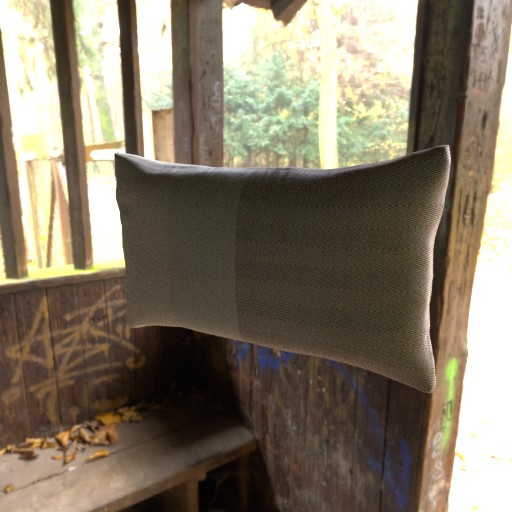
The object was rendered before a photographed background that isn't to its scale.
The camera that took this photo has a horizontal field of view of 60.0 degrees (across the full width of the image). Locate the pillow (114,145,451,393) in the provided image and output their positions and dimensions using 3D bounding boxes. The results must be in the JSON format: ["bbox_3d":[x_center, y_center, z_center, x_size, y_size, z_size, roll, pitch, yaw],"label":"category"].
[{"bbox_3d":[0.000,0.000,0.637,0.506,0.305,0.139,7,15,26],"label":"pillow"}]
